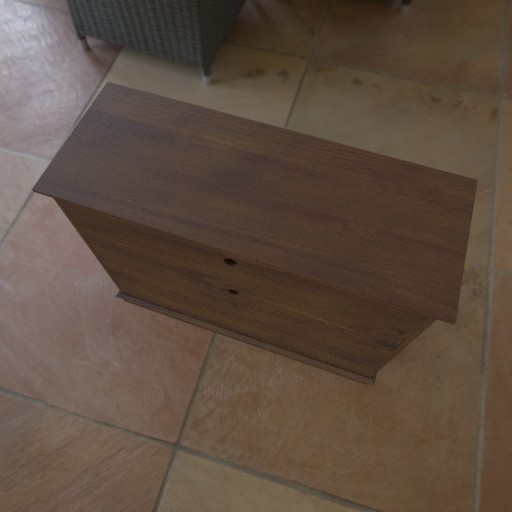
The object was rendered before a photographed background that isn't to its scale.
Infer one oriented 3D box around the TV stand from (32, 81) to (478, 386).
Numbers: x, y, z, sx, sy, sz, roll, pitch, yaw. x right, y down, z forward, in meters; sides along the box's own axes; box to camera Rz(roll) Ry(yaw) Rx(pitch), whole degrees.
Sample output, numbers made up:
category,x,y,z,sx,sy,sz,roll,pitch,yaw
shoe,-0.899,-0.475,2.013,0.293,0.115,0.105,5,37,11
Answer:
category,x,y,z,sx,sy,sz,roll,pitch,yaw
TV stand,0.000,0.000,1.497,1.067,0.813,0.406,17,65,9
